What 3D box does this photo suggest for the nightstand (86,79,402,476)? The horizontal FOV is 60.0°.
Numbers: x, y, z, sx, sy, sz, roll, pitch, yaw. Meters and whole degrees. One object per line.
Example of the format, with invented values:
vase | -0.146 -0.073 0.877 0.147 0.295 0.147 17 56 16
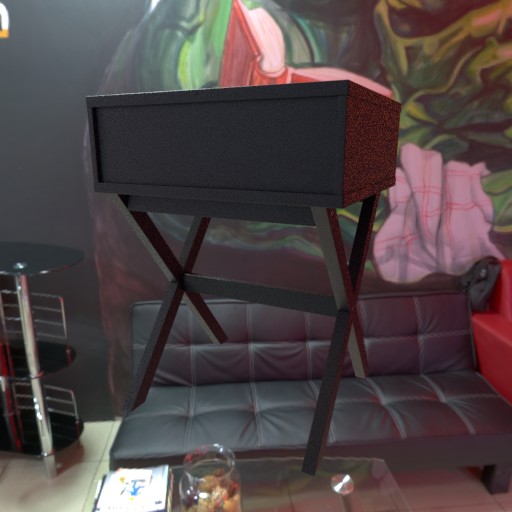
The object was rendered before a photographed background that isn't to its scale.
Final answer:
nightstand | 0.000 0.000 0.935 0.479 0.623 0.402 7 16 26
